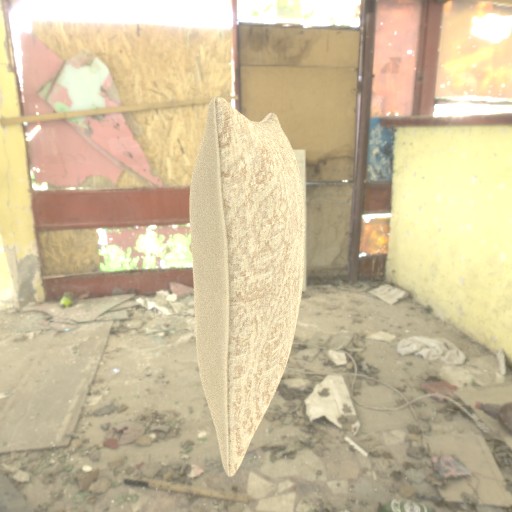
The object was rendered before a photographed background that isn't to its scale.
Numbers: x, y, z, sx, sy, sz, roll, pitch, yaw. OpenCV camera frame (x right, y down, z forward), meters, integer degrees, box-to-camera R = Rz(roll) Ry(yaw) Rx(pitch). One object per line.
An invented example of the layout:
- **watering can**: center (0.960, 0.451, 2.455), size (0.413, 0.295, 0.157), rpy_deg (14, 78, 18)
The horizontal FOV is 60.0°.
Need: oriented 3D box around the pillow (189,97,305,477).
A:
- **pillow**: center (0.000, 0.000, 0.800), size (0.166, 0.510, 0.523), rpy_deg (3, 16, 9)
